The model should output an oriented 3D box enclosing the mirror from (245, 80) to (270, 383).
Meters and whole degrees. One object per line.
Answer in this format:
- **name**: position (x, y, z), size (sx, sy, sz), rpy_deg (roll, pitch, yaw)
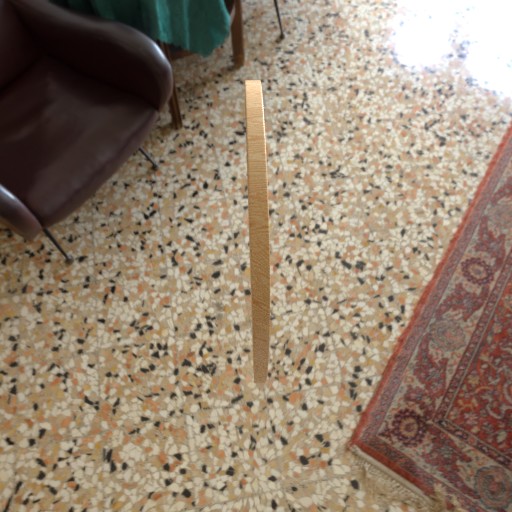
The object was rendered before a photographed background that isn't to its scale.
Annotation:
- **mirror**: position (0.000, 0.000, 1.364), size (0.037, 1.075, 0.724), rpy_deg (-2, 64, -1)
